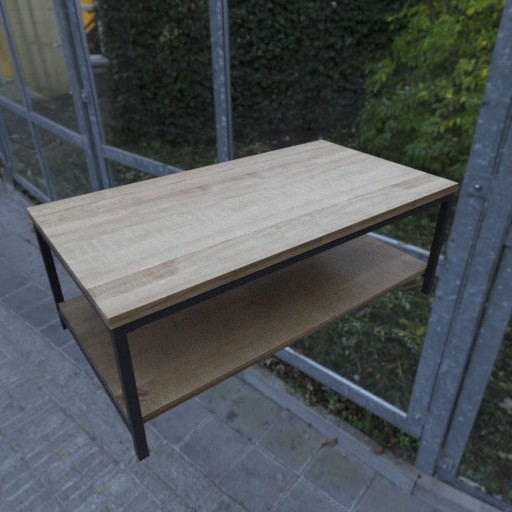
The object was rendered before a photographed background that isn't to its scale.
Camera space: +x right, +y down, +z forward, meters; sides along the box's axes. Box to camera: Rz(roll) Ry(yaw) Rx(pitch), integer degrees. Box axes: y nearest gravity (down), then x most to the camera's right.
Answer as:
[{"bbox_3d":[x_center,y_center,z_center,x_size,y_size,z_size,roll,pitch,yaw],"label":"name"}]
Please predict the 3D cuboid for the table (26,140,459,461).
[{"bbox_3d":[0.000,0.000,1.327,1.062,0.393,0.574,-21,36,-31],"label":"table"}]
